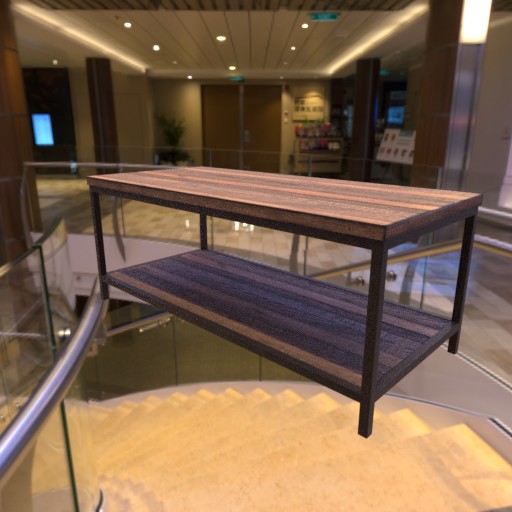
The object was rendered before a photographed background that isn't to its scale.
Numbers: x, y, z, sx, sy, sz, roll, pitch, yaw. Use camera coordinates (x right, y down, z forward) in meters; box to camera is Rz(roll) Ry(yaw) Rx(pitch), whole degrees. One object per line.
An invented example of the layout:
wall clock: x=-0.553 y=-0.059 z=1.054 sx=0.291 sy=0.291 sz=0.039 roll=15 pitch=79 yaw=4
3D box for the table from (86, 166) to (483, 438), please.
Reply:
table: x=0.000 y=0.000 z=1.230 sx=0.990 sy=0.399 sz=0.452 roll=15 pitch=22 yaw=41
